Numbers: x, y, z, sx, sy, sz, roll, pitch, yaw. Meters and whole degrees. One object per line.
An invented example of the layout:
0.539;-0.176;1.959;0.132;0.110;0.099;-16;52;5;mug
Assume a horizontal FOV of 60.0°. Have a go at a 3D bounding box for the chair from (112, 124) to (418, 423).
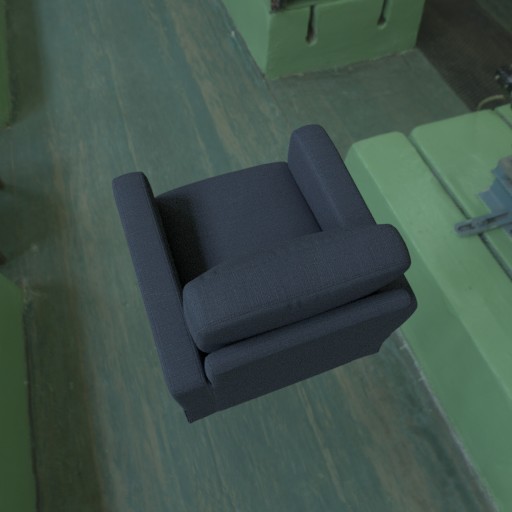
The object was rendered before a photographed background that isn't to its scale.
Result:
0.000;0.000;1.527;0.798;0.855;0.863;-18;60;-10;chair
